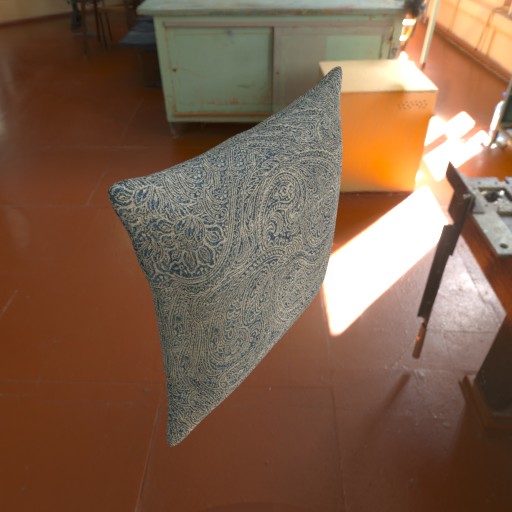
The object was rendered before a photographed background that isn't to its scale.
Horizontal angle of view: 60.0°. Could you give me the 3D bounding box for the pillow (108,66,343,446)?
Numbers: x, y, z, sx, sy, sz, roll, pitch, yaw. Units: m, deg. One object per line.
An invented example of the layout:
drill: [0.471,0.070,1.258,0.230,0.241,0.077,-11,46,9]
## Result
pillow: [0.000,0.000,0.772,0.166,0.510,0.523,24,45,27]
